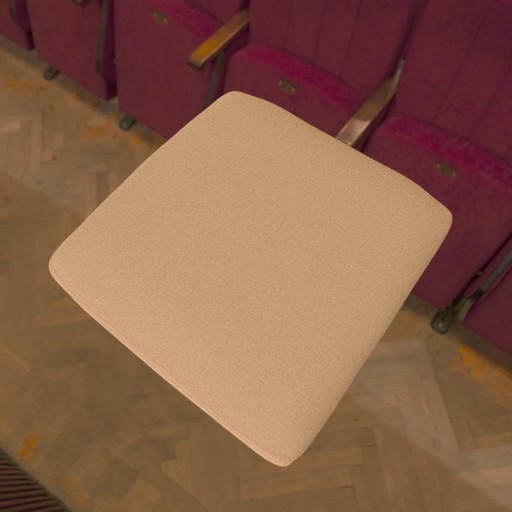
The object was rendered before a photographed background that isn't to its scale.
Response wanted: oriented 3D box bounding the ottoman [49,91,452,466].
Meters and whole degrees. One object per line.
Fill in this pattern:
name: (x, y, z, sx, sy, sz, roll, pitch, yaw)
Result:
ottoman: (0.000, 0.000, 1.536, 0.977, 0.467, 0.996, 34, 68, 16)
